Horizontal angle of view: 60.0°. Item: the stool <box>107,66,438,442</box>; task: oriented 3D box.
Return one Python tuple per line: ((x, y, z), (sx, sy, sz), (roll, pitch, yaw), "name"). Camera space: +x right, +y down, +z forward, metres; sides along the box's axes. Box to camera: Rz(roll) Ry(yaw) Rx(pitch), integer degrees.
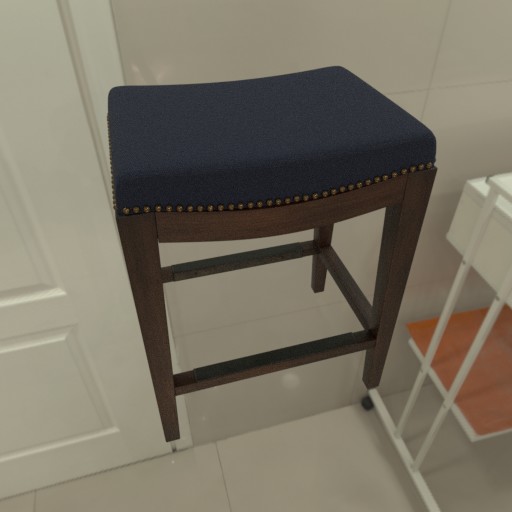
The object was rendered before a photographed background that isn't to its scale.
((0.000, 0.000, 0.924), (0.500, 0.642, 0.361), (-10, 41, -12), "stool")
